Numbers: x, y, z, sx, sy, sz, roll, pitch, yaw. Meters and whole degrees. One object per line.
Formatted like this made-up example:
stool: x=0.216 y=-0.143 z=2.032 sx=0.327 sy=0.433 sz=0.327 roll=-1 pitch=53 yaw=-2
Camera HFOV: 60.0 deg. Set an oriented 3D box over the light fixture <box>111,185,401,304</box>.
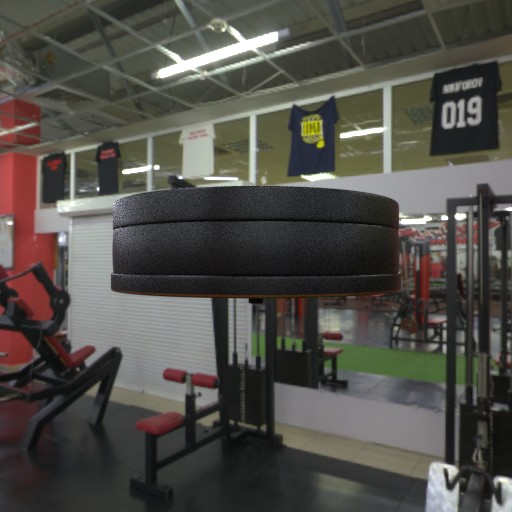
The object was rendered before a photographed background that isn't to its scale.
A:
light fixture: x=0.000 y=0.000 z=0.456 sx=0.283 sy=0.097 sz=0.283 roll=0 pitch=-1 yaw=0
